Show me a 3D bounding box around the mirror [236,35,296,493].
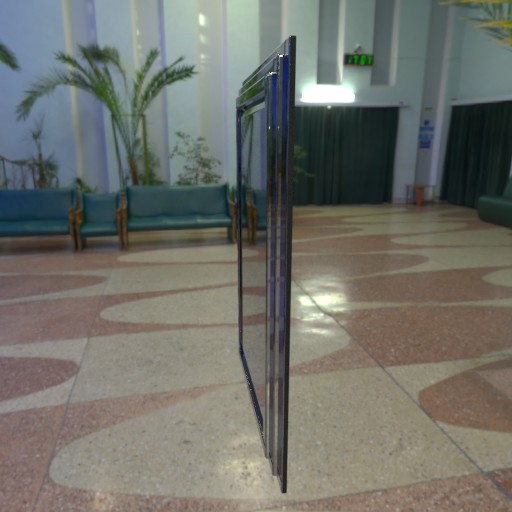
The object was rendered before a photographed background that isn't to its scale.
[{"bbox_3d":[0.000,0.000,1.143,0.039,0.914,0.613,-2,15,-9],"label":"mirror"}]
